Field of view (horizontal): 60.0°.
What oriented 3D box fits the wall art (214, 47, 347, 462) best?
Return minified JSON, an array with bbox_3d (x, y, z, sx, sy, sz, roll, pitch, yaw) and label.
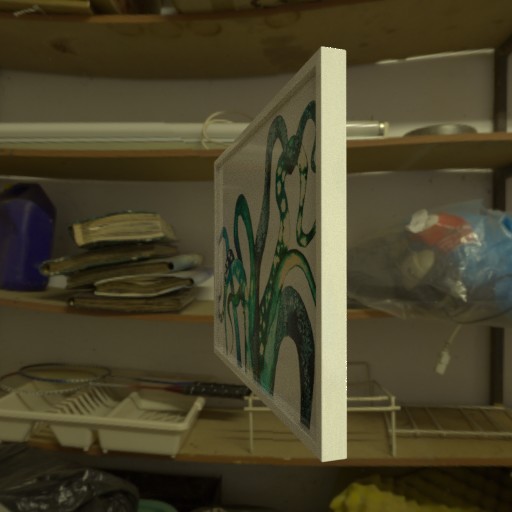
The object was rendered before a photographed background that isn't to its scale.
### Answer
[{"bbox_3d":[0.000,0.000,1.345,0.053,0.787,1.041,0,-1,-17],"label":"wall art"}]
